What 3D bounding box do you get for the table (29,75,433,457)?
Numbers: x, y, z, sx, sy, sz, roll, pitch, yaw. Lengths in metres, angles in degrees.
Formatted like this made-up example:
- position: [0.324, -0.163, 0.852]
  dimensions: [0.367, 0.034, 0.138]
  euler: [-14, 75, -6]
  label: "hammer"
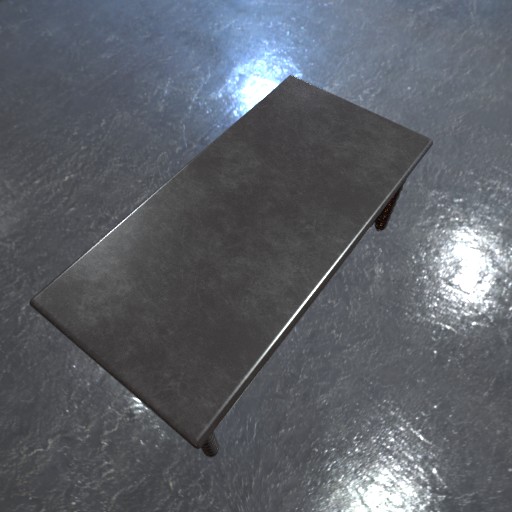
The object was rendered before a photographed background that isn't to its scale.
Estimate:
- position: [0.000, 0.000, 1.487]
  dimensions: [0.580, 0.487, 1.171]
  euler: [33, 63, 19]
  label: "table"
